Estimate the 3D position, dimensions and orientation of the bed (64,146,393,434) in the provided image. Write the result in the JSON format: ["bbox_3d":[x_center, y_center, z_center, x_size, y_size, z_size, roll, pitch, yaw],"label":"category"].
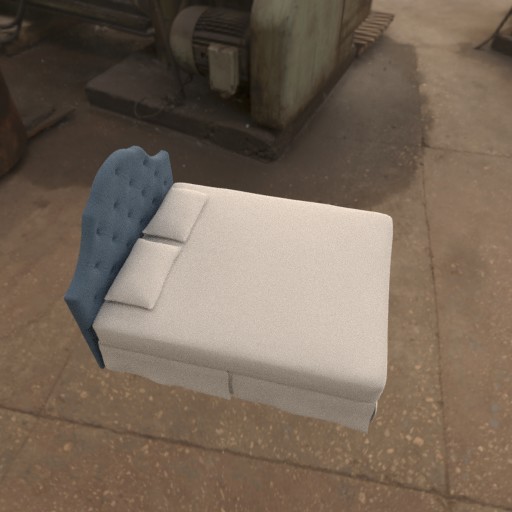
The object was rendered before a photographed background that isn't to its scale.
[{"bbox_3d":[0.000,0.000,3.922,2.477,1.617,2.039,10,48,9],"label":"bed"}]
